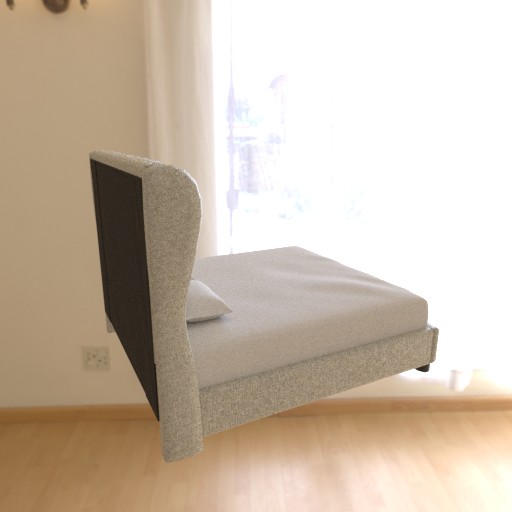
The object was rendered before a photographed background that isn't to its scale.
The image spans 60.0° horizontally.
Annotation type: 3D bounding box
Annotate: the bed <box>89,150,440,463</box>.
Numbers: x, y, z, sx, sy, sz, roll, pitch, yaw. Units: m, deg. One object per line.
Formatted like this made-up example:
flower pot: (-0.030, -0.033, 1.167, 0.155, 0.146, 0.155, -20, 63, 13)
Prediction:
bed: (0.000, 0.000, 3.867, 2.347, 1.771, 2.219, -8, 18, -26)
